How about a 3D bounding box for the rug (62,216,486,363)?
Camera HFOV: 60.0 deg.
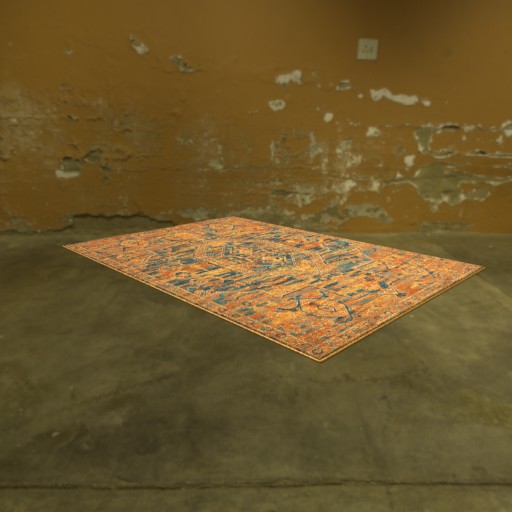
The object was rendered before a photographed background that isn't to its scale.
[{"bbox_3d":[0.000,0.000,3.680,2.043,0.019,2.916,-15,22,-42],"label":"rug"}]
